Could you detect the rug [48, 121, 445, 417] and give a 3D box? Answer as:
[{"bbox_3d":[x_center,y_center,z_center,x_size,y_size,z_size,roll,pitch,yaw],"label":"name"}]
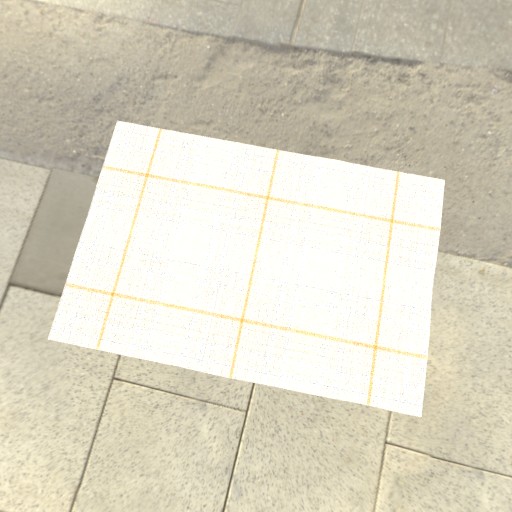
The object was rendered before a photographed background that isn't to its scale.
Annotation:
[{"bbox_3d":[0.000,0.000,2.270,1.825,0.015,1.232,11,75,3],"label":"rug"}]
